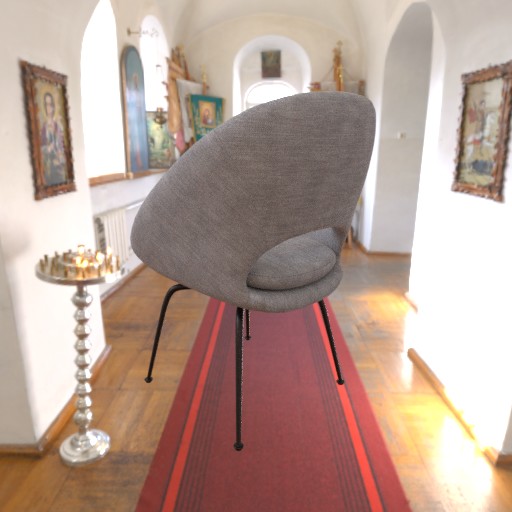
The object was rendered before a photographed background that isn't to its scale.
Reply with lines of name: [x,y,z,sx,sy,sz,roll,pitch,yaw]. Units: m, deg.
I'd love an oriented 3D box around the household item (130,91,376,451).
household item: [0.000,0.000,1.288,0.643,0.869,0.587,-15,21,-42]
